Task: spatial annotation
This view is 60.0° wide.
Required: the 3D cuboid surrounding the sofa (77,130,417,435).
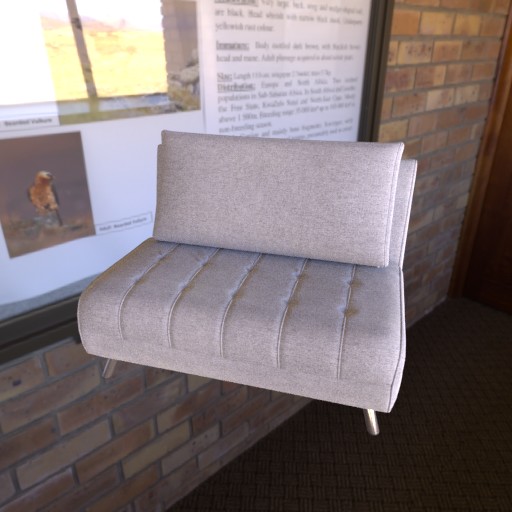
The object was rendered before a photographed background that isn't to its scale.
[{"bbox_3d":[0.000,0.000,1.865,1.220,0.910,0.910,7,26,14],"label":"sofa"}]
